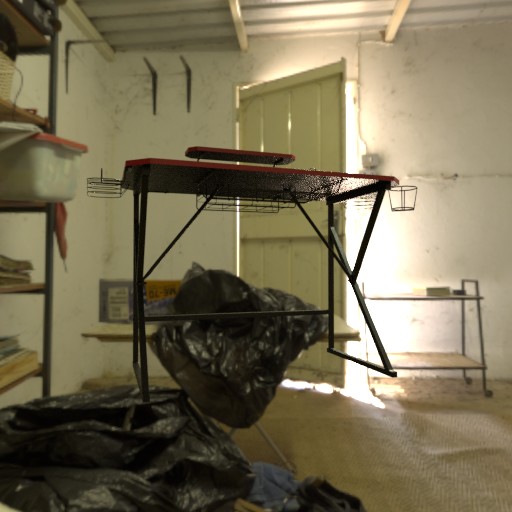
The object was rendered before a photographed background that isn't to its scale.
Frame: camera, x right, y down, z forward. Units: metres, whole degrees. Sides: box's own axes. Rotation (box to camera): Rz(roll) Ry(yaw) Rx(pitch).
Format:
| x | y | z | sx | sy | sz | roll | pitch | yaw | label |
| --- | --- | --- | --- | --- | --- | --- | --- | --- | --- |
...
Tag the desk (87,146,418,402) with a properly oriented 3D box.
| x | y | z | sx | sy | sz | roll | pitch | yaw | label |
| --- | --- | --- | --- | --- | --- | --- | --- | --- | --- |
| 0.000 | 0.000 | 1.778 | 1.280 | 0.913 | 0.588 | 0 | -1 | -19 | desk |
